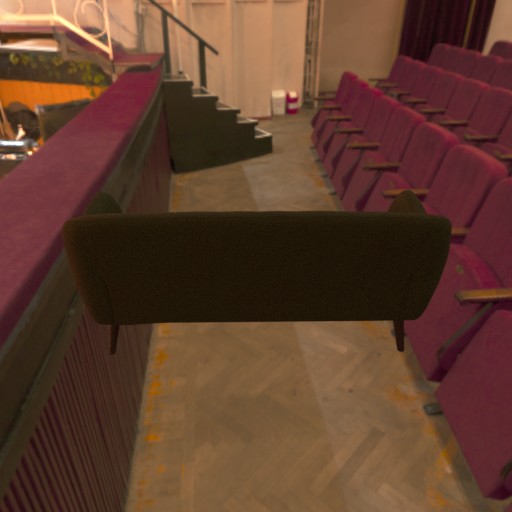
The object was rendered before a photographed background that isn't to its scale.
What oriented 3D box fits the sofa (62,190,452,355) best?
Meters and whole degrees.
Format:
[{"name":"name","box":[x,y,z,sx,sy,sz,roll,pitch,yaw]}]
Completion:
[{"name":"sofa","box":[0.000,0.000,2.331,1.840,0.836,0.820,0,30,-1]}]
